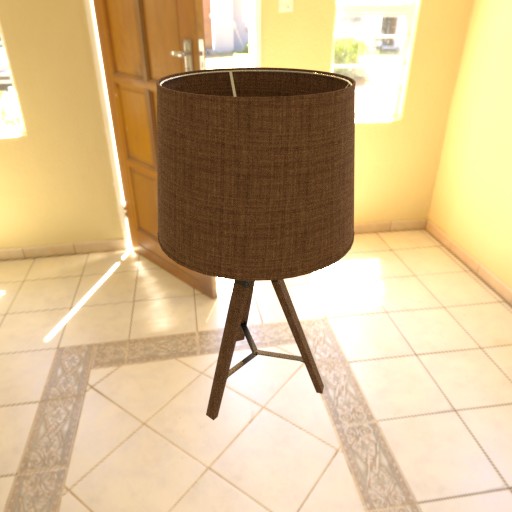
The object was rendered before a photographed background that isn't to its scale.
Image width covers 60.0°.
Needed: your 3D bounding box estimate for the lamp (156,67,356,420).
[{"bbox_3d":[0.000,0.000,0.688,0.290,0.514,0.290,0,30,0],"label":"lamp"}]
